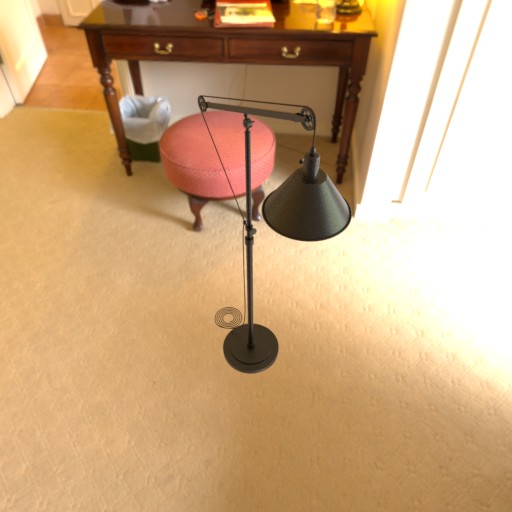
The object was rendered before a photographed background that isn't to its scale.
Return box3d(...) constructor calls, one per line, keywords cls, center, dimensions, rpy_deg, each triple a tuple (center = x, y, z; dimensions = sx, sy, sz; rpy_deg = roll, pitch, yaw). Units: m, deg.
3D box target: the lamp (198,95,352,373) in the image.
box3d(cls="lamp", center=(0.000, 0.000, 1.949), dimensions=(0.319, 1.626, 0.904), rpy_deg=(-24, 50, -22))
